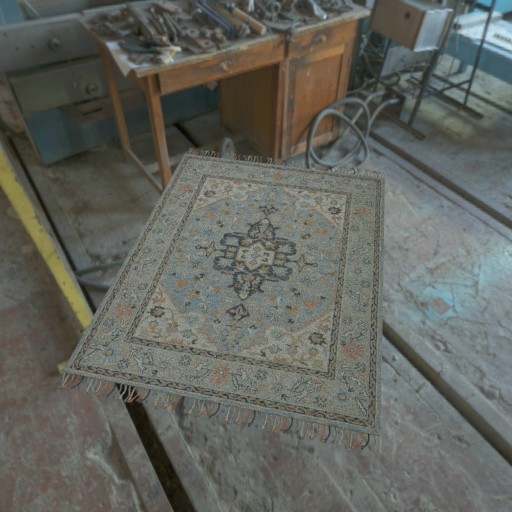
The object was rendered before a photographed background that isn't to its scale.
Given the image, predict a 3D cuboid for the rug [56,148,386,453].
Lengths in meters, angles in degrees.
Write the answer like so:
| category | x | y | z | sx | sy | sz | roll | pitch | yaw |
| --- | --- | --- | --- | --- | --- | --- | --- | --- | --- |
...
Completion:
| category | x | y | z | sx | sy | sz | roll | pitch | yaw |
| --- | --- | --- | --- | --- | --- | --- | --- | --- | --- |
| rug | 0.000 | 0.000 | 4.188 | 2.379 | 0.011 | 3.221 | 9 | 47 | 8 |
